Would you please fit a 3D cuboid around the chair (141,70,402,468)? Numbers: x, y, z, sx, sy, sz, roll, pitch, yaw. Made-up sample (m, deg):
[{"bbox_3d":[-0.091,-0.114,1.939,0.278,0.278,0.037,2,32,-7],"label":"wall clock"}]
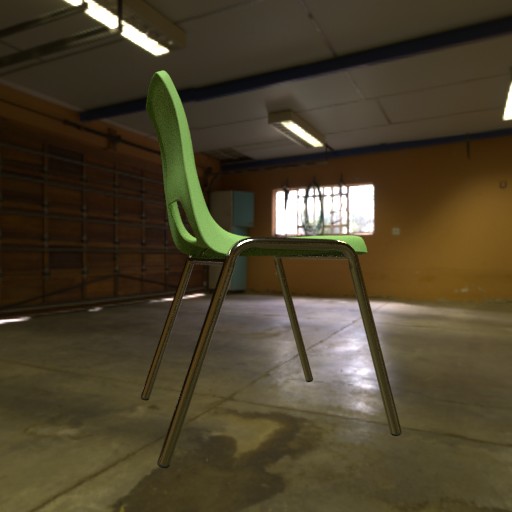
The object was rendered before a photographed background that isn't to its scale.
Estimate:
[{"bbox_3d":[0.000,0.000,0.911,0.436,0.653,0.381,0,0,-19],"label":"chair"}]
